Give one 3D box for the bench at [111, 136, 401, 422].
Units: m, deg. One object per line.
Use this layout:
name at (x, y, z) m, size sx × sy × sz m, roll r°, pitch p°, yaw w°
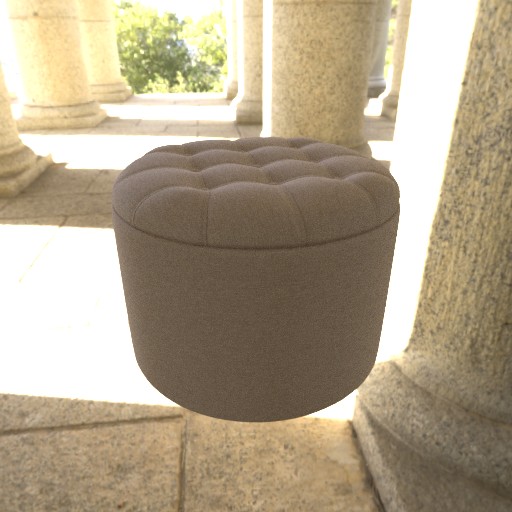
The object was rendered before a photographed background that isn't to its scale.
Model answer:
bench at (0.000, 0.000, 1.019) m, size 0.600 × 0.454 × 0.600 m, roll 0°, pitch 27°, yaw 0°
